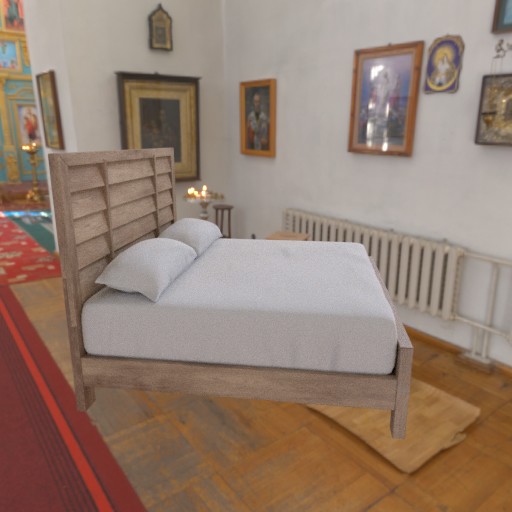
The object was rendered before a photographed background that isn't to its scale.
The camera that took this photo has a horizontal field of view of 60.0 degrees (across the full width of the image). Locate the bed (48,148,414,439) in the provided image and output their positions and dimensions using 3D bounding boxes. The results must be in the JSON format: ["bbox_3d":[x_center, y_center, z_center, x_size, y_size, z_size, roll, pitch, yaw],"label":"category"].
[{"bbox_3d":[0.000,0.000,3.501,2.062,1.626,2.032,2,15,8],"label":"bed"}]
